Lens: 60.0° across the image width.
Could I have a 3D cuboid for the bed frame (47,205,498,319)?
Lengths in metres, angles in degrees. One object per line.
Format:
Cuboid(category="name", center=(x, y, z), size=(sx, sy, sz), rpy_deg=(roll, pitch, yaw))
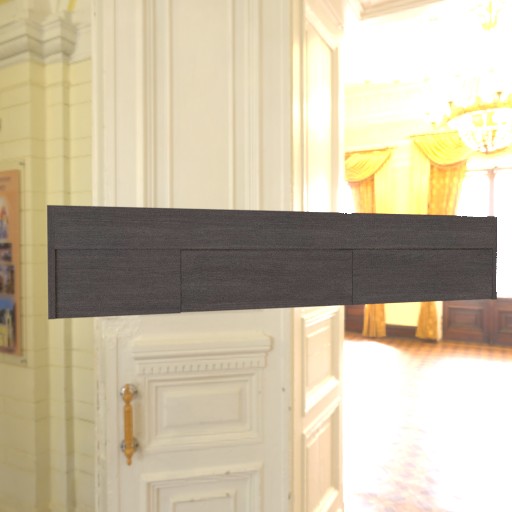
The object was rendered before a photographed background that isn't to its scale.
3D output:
Cuboid(category="bed frame", center=(0.000, 0.000, 2.502), size=(1.944, 0.459, 1.448), rpy_deg=(0, 1, -17))
